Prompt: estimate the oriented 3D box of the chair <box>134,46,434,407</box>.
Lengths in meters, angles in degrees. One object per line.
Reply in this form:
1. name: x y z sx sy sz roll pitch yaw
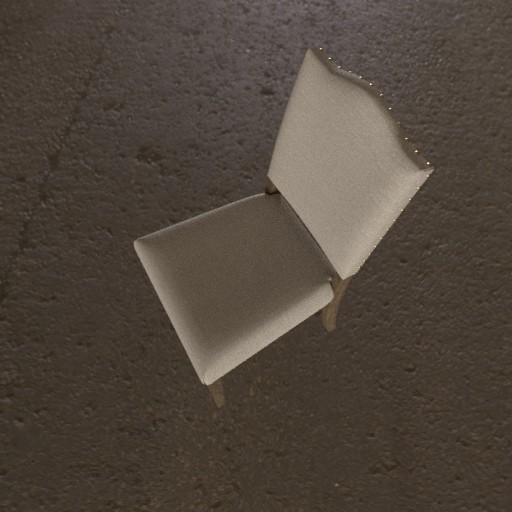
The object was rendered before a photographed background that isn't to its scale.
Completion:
1. chair: 0.000 0.000 1.341 0.620 1.020 0.508 -27 66 -13
